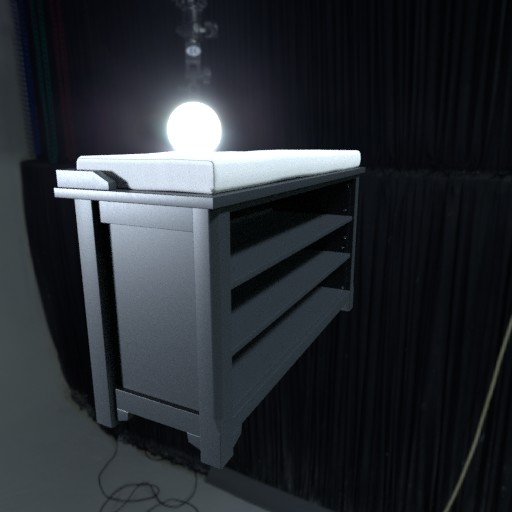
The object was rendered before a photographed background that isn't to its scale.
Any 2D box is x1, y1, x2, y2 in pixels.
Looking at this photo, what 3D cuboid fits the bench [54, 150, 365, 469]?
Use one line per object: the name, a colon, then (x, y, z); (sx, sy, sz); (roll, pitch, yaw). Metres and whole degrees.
bench: (0.000, 0.000, 1.215); (0.345, 0.561, 0.973); (7, 16, 26)
